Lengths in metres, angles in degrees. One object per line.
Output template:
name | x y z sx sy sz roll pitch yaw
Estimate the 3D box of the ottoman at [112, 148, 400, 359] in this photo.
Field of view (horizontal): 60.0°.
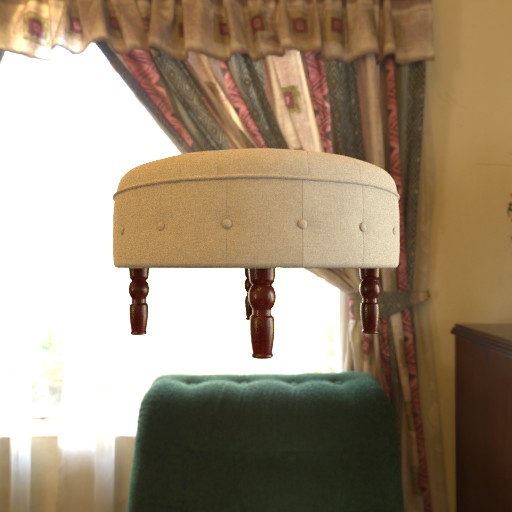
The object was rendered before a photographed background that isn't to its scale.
ottoman | 0.000 0.000 1.373 0.849 0.478 0.849 0 -2 0
